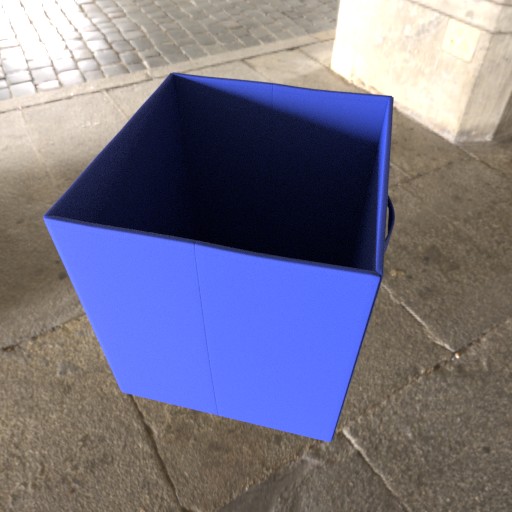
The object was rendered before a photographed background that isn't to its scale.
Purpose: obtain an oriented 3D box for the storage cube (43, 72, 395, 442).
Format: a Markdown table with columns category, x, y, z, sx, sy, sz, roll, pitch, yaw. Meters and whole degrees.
| category | x | y | z | sx | sy | sz | roll | pitch | yaw |
| --- | --- | --- | --- | --- | --- | --- | --- | --- | --- |
| storage cube | 0.000 | 0.000 | 0.499 | 0.270 | 0.280 | 0.270 | 10 | 47 | 10 |
